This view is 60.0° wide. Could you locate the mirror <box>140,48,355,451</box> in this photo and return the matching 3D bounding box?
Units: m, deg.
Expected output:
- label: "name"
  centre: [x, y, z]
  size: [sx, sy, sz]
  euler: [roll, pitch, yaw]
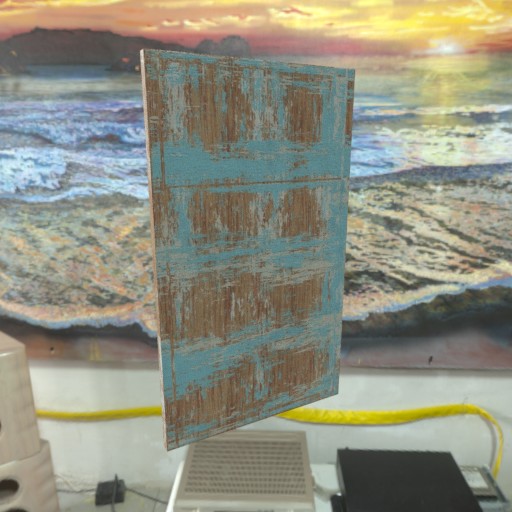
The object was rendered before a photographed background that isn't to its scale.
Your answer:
- label: "mirror"
  centre: [0.000, 0.000, 1.495]
  size: [0.707, 1.213, 0.083]
  euler: [-8, 16, -28]
